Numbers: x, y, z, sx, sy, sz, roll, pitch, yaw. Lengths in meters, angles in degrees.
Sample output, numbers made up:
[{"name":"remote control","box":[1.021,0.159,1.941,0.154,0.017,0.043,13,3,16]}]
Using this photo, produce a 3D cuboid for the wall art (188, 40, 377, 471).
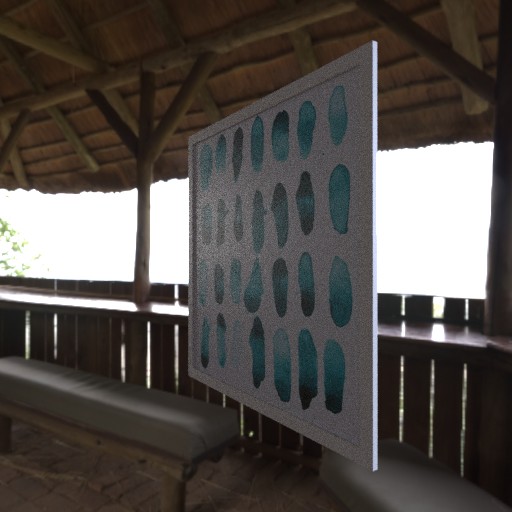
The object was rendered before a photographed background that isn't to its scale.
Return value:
[{"name":"wall art","box":[0.000,0.000,0.809,0.009,0.559,0.558,0,0,-34]}]
